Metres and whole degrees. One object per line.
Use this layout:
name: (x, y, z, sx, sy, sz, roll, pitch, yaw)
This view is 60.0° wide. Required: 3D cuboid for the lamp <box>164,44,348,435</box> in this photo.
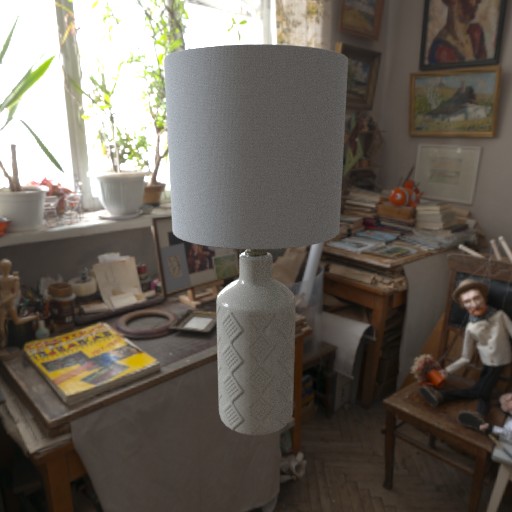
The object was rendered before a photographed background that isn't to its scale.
lamp: (0.000, 0.000, 0.568, 0.207, 0.461, 0.207, 2, 16, 8)
